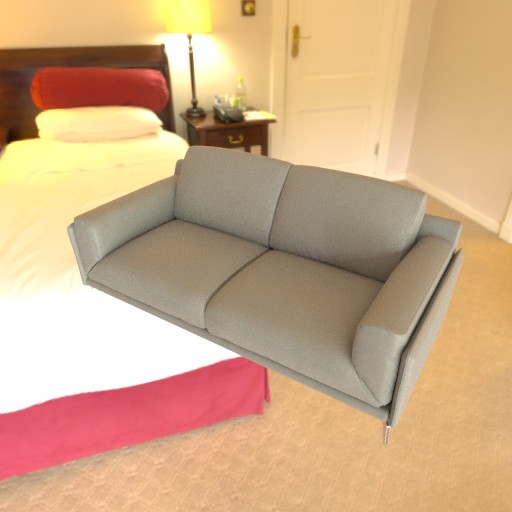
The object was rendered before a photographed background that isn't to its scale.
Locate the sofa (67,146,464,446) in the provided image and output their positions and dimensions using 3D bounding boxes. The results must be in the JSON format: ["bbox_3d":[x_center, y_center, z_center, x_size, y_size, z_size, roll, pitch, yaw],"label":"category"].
[{"bbox_3d":[0.000,0.000,2.620,2.101,0.930,1.049,18,35,28],"label":"sofa"}]
